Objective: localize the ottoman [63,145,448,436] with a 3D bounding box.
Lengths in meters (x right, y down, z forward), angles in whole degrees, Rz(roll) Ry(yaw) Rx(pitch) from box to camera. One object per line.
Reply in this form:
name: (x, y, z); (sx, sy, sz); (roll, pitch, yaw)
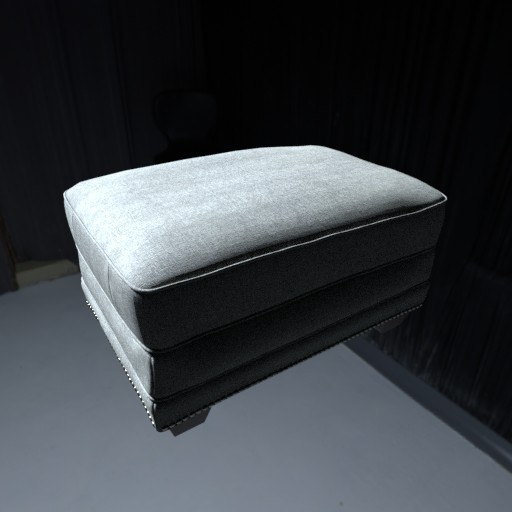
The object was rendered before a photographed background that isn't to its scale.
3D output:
ottoman: (0.000, 0.000, 1.162); (0.813, 0.457, 0.561); (-18, 34, -28)
